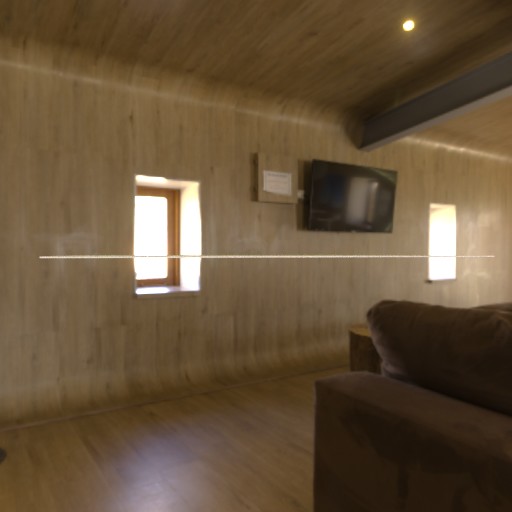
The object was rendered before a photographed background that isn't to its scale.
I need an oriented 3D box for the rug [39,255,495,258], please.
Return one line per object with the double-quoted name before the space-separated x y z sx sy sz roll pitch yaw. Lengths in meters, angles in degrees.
"rug" 0.000 0.000 2.835 2.286 0.006 1.524 0 0 -17
